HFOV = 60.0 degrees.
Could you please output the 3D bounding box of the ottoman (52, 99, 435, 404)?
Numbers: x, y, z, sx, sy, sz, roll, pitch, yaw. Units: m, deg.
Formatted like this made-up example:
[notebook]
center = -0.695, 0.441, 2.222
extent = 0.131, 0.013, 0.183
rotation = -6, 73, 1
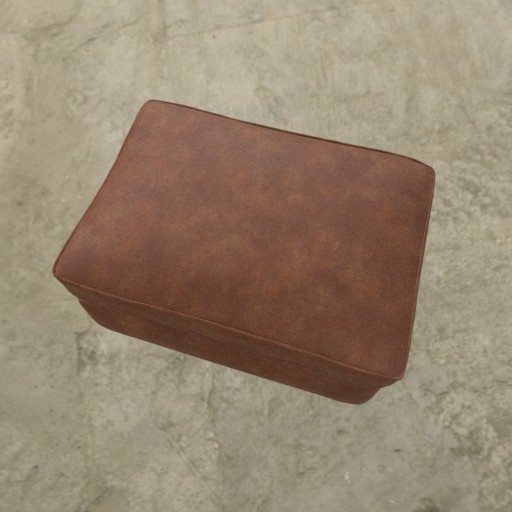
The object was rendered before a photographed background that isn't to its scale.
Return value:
[ottoman]
center = 0.000, 0.000, 1.012
extent = 0.665, 0.418, 0.501
rotation = 15, 65, 7
